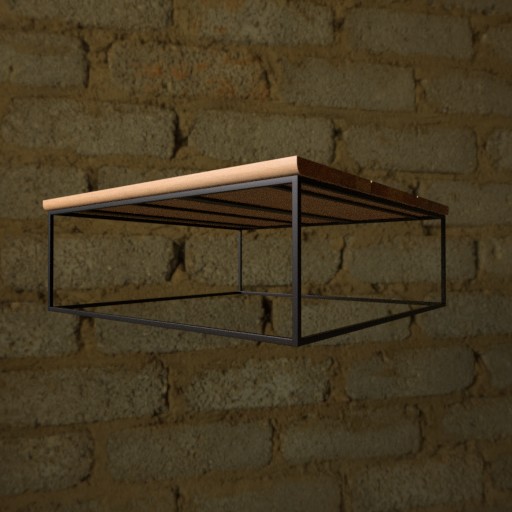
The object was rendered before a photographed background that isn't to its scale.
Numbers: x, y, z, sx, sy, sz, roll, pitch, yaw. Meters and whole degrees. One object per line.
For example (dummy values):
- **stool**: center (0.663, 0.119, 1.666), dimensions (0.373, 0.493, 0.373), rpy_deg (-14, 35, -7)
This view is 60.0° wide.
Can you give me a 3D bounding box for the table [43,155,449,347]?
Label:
- **table**: center (0.000, 0.000, 1.690), dimensions (1.100, 0.400, 1.100), rpy_deg (-1, -1, 39)
